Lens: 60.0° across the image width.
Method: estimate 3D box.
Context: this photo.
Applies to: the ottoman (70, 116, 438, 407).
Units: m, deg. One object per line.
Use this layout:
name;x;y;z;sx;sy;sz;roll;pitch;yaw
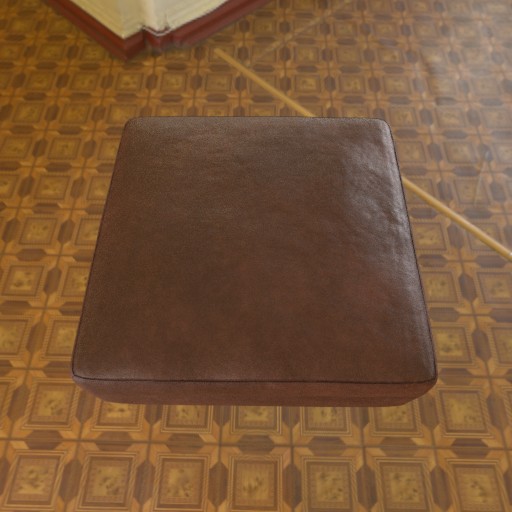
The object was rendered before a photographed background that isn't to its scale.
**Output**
ottoman;0.000;0.000;1.295;0.844;0.415;0.836;1;60;0
